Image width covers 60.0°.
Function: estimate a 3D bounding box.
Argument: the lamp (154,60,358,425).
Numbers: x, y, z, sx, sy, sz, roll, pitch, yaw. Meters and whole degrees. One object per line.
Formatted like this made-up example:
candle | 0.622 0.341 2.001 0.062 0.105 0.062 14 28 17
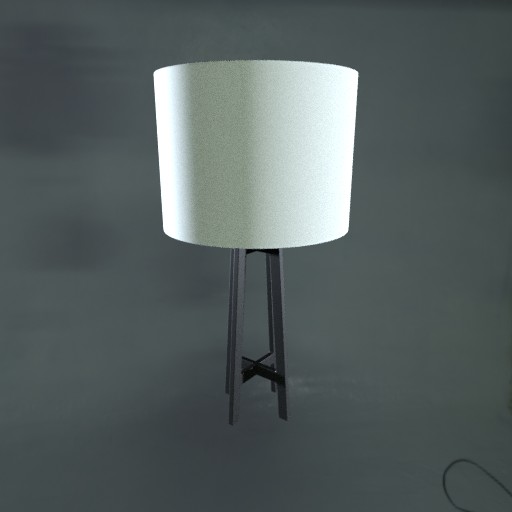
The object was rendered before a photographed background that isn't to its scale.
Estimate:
lamp | 0.000 0.000 0.636 0.257 0.489 0.257 -2 16 -7
